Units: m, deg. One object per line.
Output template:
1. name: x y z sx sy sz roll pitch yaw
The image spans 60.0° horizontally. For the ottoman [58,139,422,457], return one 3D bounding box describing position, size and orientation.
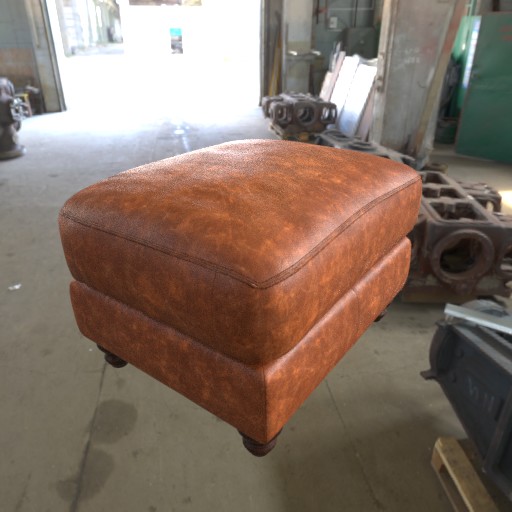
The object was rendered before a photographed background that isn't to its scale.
1. ottoman: 0.000 0.000 1.228 0.657 0.562 0.832 18 32 32
